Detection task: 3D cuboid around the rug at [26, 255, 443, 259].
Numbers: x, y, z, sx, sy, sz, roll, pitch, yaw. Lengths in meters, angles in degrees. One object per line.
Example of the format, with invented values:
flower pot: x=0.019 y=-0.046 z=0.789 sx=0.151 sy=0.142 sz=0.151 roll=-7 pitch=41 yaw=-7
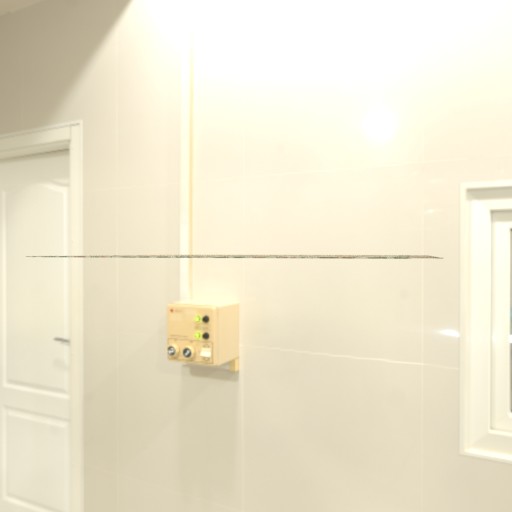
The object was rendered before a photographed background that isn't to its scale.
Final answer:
rug: x=0.000 y=0.000 z=4.090 sx=3.048 sy=0.010 sz=2.438 roll=0 pitch=0 yaw=19
